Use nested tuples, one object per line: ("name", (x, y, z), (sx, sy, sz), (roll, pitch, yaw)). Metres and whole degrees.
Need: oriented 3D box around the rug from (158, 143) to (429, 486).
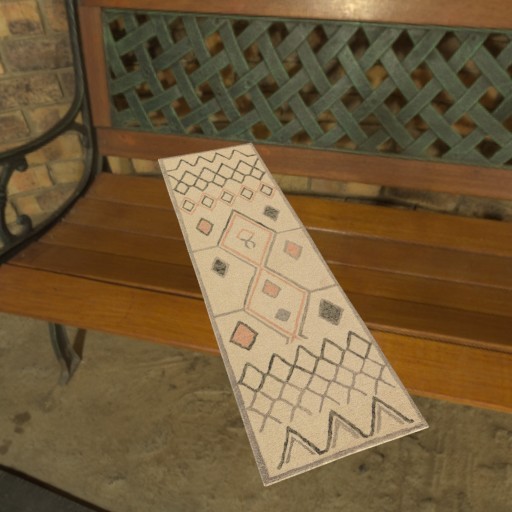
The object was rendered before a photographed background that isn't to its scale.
("rug", (0.000, 0.000, 2.630), (0.750, 0.011, 2.435), (-13, 47, -13))
